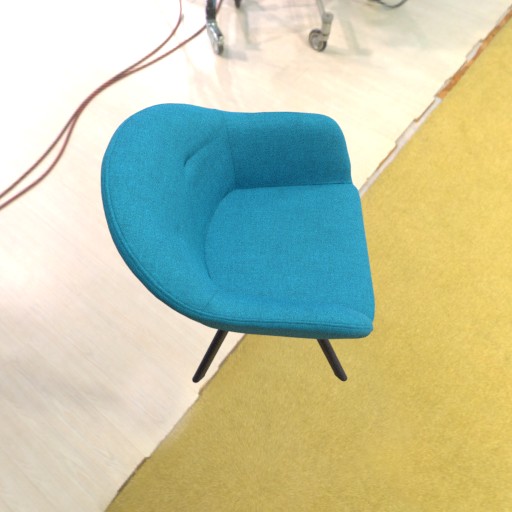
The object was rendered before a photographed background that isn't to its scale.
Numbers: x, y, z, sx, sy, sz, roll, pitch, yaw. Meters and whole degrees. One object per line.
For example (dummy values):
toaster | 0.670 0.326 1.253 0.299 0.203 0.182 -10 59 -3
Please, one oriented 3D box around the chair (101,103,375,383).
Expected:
chair | 0.000 0.000 1.145 0.565 0.775 0.545 0 62 0
